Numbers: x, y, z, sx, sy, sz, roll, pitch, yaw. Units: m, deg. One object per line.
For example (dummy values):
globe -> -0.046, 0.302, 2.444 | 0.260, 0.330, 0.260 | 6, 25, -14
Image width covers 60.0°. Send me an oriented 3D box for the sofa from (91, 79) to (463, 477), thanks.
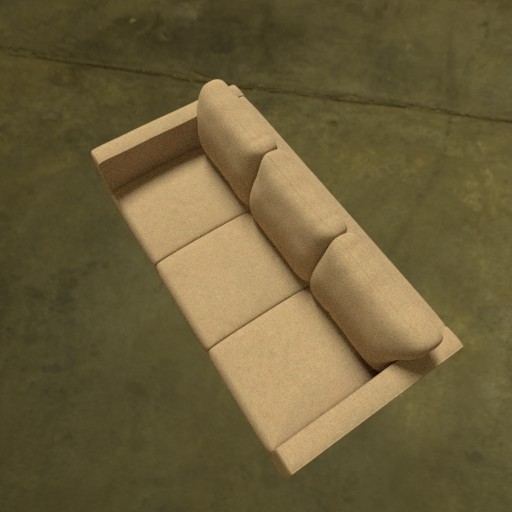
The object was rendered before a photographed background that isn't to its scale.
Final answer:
sofa -> 0.000, 0.000, 2.284 | 0.930, 0.800, 1.855 | -30, 67, -14
